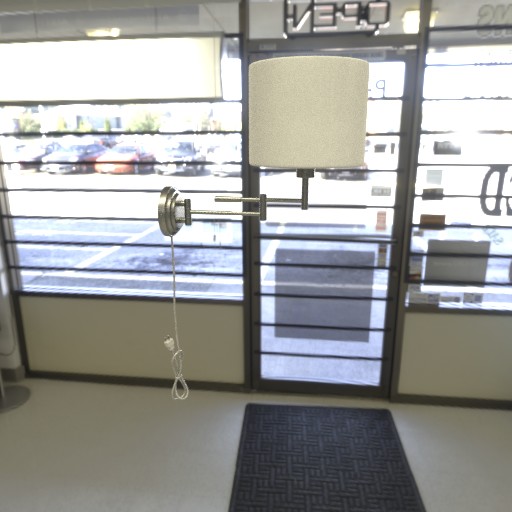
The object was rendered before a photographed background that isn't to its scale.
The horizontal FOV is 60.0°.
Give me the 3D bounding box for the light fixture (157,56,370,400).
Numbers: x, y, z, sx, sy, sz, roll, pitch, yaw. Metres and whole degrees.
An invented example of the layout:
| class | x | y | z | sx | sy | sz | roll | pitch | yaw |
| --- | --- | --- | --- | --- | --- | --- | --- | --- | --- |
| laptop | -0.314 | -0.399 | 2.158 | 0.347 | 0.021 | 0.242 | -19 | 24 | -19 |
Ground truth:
| class | x | y | z | sx | sy | sz | roll | pitch | yaw |
| --- | --- | --- | --- | --- | --- | --- | --- | --- | --- |
| light fixture | 0.000 | 0.000 | 1.065 | 0.479 | 0.842 | 0.253 | 3 | 15 | 10 |
